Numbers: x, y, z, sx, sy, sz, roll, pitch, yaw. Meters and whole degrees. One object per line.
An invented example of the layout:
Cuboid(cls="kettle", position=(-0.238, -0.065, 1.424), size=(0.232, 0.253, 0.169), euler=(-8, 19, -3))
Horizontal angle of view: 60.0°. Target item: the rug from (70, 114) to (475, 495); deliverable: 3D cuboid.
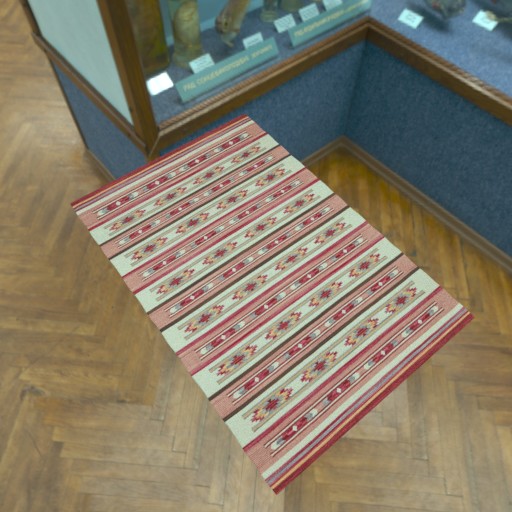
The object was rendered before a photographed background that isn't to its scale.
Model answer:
Cuboid(cls="rug", position=(0.000, 0.000, 2.285), size=(1.223, 0.008, 1.817), euler=(-33, 63, -19))
